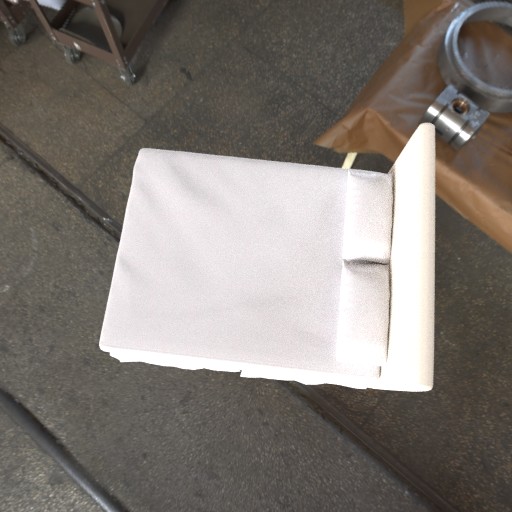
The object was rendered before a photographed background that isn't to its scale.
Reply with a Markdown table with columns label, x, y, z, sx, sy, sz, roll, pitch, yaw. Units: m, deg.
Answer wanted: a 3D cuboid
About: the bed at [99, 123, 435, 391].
| label | x | y | z | sx | sy | sz | roll | pitch | yaw |
| --- | --- | --- | --- | --- | --- | --- | --- | --- | --- |
| bed | 0.000 | 0.000 | 3.248 | 2.142 | 1.330 | 1.713 | 6 | 74 | 2 |
